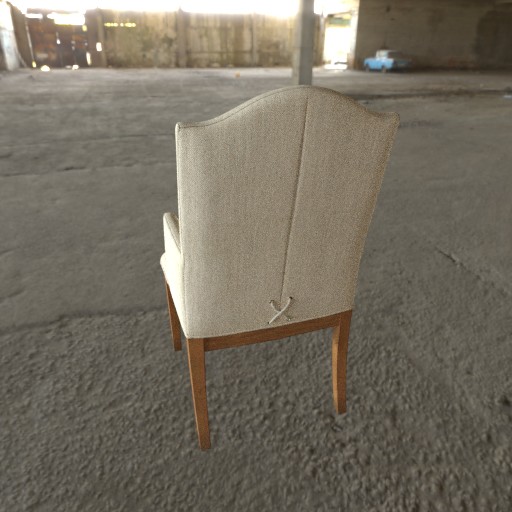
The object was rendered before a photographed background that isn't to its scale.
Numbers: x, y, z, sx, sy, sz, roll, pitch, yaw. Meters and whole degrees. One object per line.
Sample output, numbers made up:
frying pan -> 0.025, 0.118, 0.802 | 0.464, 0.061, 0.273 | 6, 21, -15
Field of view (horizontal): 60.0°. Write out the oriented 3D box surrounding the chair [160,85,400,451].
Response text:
chair -> 0.000, 0.000, 1.350 | 0.533, 1.016, 0.641 | -8, 26, -17
